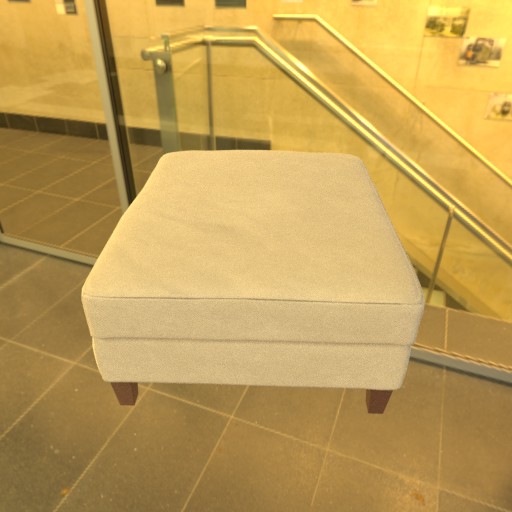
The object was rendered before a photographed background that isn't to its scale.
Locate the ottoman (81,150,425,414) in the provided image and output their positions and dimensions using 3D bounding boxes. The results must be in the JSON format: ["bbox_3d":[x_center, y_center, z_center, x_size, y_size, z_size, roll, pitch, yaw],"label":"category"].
[{"bbox_3d":[0.000,0.000,1.534,0.836,0.492,1.002,1,33,2],"label":"ottoman"}]
